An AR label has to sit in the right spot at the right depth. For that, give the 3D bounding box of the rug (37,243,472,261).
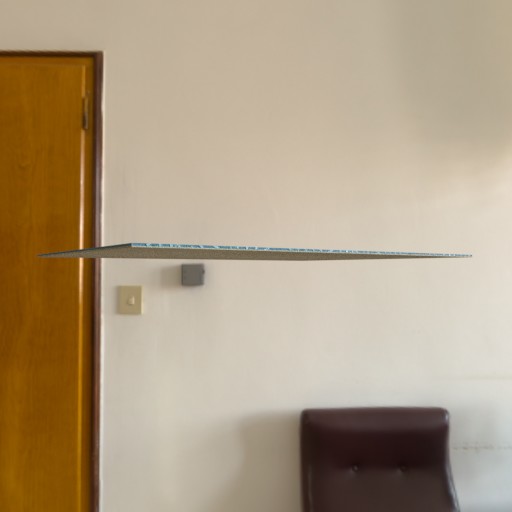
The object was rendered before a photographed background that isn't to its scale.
[{"bbox_3d":[0.000,0.000,2.687,2.144,0.015,1.543,1,-2,-36],"label":"rug"}]
